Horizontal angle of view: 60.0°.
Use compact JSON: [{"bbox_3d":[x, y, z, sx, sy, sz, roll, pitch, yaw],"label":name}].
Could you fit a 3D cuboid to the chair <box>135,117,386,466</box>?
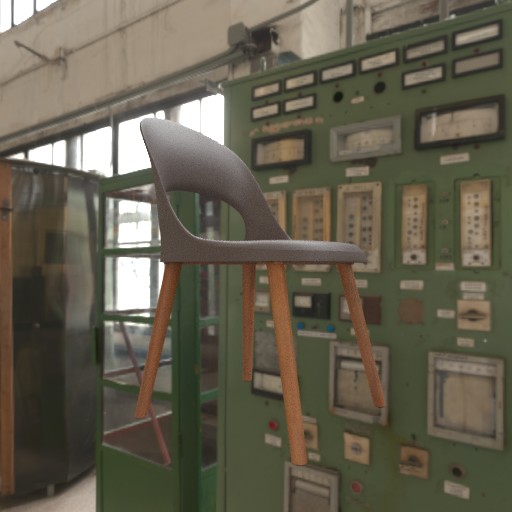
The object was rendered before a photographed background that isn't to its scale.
[{"bbox_3d":[0.000,0.000,1.155,0.556,0.794,0.470,-1,-2,36],"label":"chair"}]
